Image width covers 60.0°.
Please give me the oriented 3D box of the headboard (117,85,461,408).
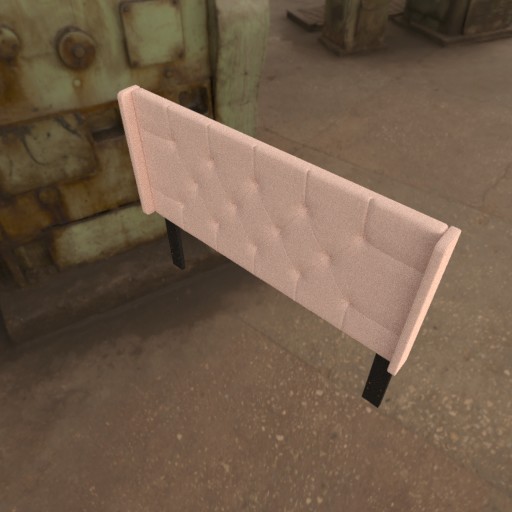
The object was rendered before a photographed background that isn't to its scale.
[{"bbox_3d":[0.000,0.000,2.719,2.051,1.524,0.184,31,52,28],"label":"headboard"}]
